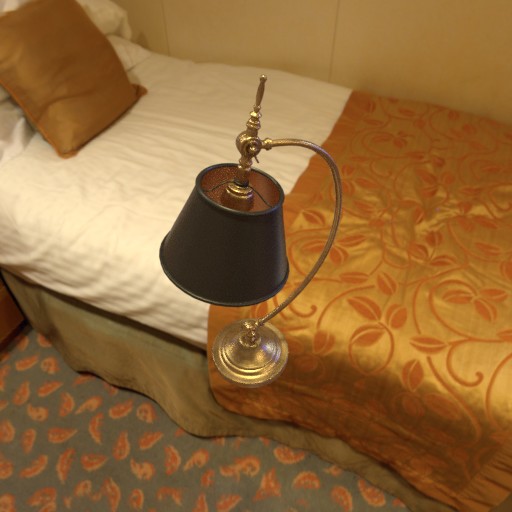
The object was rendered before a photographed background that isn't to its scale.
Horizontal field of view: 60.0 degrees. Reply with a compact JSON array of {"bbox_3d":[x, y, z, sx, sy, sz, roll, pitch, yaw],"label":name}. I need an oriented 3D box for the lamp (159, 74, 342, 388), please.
[{"bbox_3d":[0.000,0.000,0.821,0.344,0.675,0.235,-16,48,-15],"label":"lamp"}]
